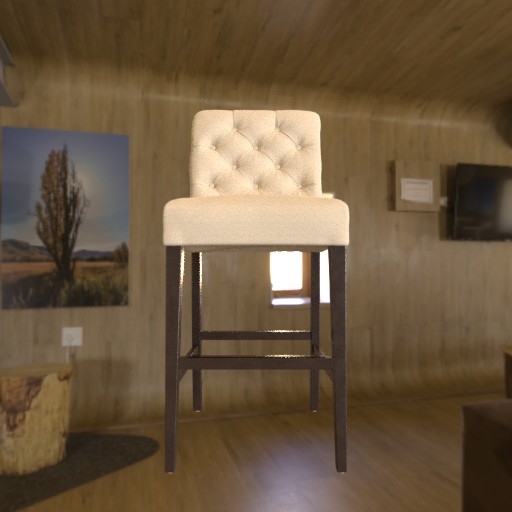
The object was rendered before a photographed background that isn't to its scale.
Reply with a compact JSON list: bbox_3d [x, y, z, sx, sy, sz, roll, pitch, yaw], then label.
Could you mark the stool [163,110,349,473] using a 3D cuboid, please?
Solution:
[{"bbox_3d":[0.000,0.000,1.423,0.482,1.118,0.610,0,-1,0],"label":"stool"}]
